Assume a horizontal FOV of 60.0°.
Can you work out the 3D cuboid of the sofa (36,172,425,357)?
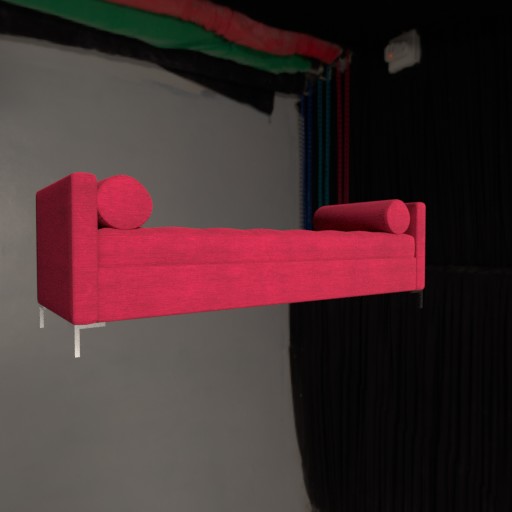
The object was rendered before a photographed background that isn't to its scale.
[{"bbox_3d":[0.000,0.000,2.319,1.981,0.635,0.686,-1,2,-36],"label":"sofa"}]
